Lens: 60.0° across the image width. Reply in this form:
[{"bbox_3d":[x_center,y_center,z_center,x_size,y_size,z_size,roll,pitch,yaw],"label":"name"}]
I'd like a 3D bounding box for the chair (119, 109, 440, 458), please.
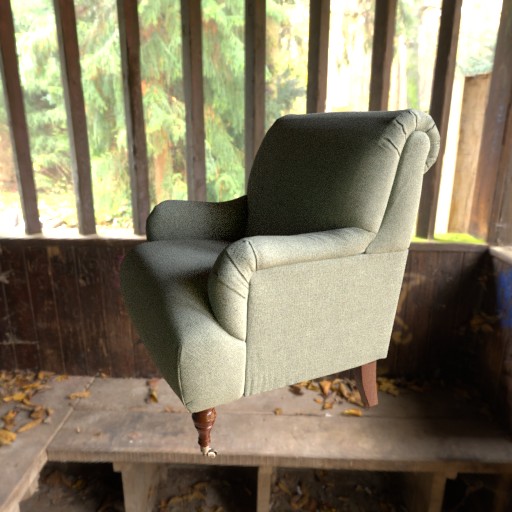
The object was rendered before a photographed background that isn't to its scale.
[{"bbox_3d":[0.000,0.000,1.885,1.060,1.178,0.964,-8,18,-25],"label":"chair"}]
